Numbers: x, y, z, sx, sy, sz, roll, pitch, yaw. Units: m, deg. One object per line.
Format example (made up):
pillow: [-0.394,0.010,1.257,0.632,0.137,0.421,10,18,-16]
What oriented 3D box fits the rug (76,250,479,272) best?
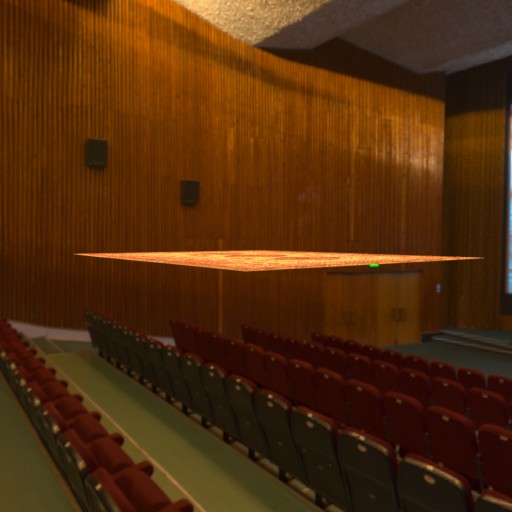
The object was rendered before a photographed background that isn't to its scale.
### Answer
rug: [0.000,0.000,4.149,2.460,0.005,3.067,-2,3,-37]
